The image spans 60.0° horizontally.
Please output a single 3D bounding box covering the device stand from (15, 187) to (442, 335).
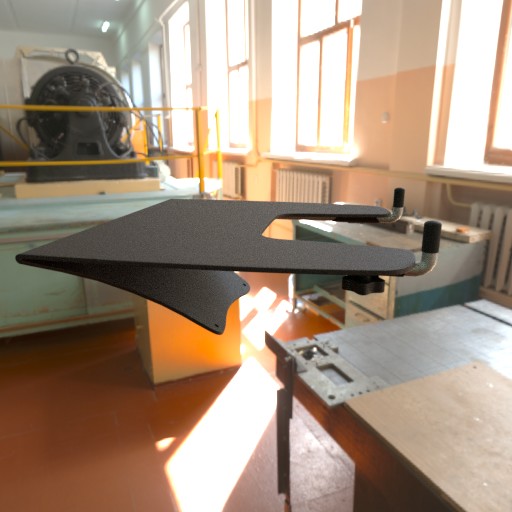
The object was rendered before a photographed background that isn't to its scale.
[{"bbox_3d":[0.000,0.000,0.340,0.230,0.092,0.230,3,16,11],"label":"device stand"}]
